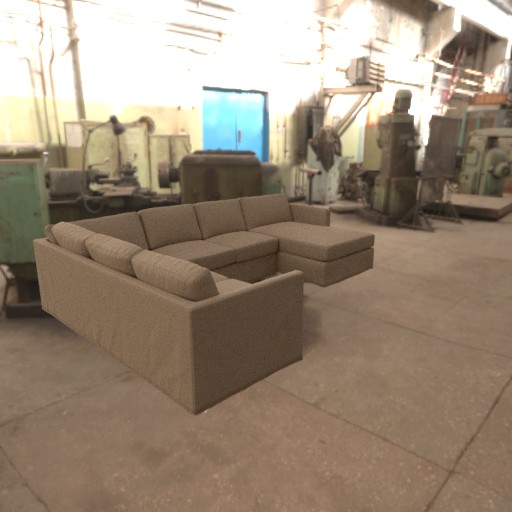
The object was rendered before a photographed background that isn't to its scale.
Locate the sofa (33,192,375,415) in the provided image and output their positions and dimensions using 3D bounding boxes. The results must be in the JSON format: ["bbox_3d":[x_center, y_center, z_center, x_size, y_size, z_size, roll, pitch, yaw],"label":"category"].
[{"bbox_3d":[0.000,0.000,4.524,2.427,0.882,3.460,15,21,43],"label":"sofa"}]
